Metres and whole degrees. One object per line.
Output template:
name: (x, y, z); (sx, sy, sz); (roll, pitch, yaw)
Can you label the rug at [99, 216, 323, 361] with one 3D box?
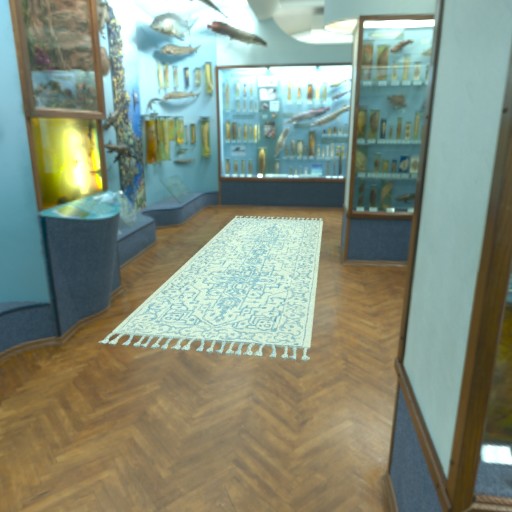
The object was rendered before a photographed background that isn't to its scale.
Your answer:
rug: (0.000, 0.000, 2.723); (0.774, 0.011, 2.449); (3, 16, 9)
